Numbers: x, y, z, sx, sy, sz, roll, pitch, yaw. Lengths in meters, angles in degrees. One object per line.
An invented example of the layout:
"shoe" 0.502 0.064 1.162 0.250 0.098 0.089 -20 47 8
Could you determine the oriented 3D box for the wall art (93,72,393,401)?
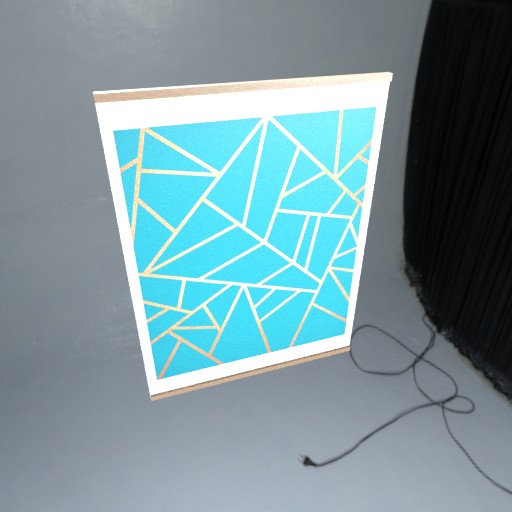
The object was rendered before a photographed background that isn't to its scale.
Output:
"wall art" 0.000 0.000 0.816 0.459 0.608 0.012 -10 34 -16
